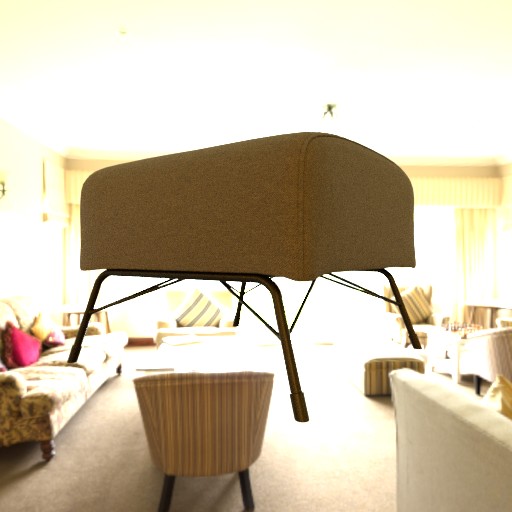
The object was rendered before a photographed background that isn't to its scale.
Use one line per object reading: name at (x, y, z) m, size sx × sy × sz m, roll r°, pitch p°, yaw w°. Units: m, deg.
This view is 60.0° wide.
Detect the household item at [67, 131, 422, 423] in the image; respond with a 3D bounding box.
household item at (0.000, 0.000, 0.916) m, size 0.530 × 0.410 × 0.530 m, roll 0°, pitch 1°, yaw 36°
